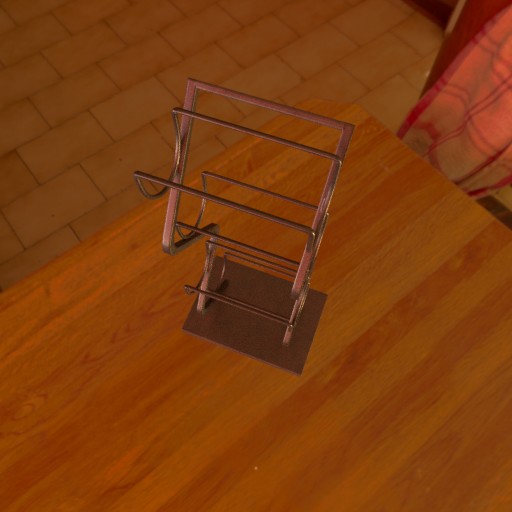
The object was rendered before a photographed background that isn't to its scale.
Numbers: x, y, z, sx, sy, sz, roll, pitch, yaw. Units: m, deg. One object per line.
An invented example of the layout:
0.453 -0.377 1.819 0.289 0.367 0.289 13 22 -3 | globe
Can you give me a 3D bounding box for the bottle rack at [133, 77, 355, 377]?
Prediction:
0.000 0.000 0.666 0.254 0.559 0.178 19 66 9 | bottle rack
